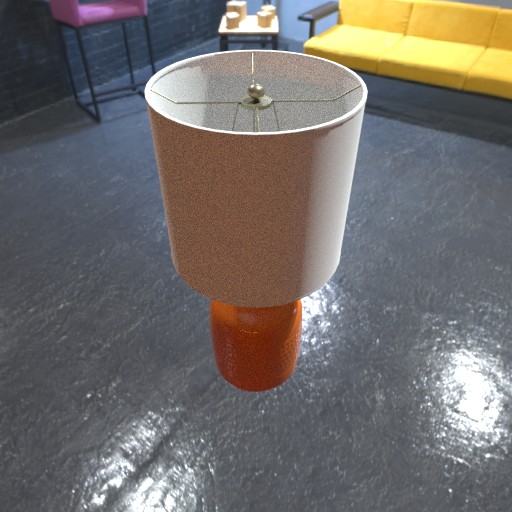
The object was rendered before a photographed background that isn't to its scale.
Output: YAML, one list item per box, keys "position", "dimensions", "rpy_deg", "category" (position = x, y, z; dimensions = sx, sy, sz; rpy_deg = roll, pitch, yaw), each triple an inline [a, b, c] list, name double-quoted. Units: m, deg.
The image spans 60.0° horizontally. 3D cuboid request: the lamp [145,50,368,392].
- position: [0.000, 0.000, 1.131]
  dimensions: [0.418, 0.871, 0.418]
  rpy_deg: [26, 48, 26]
  category: "lamp"
